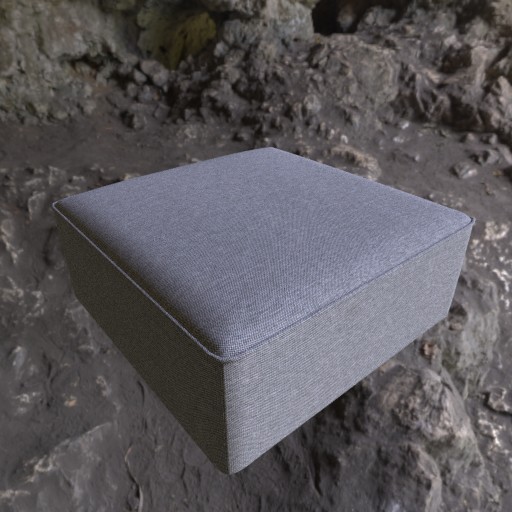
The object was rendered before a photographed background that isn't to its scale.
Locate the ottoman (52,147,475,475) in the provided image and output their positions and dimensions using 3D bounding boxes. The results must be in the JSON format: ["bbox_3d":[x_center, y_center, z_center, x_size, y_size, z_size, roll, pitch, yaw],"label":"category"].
[{"bbox_3d":[0.000,0.000,1.529,1.005,0.455,1.005,-23,38,-33],"label":"ottoman"}]
